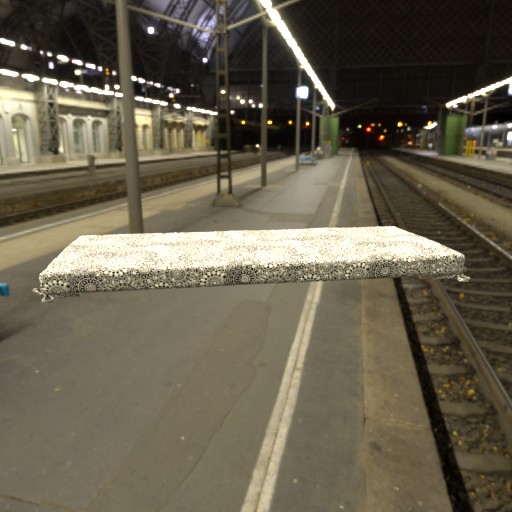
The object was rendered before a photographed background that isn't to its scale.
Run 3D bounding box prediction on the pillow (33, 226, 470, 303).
[{"bbox_3d":[0.000,0.000,1.366,1.187,0.081,0.492,-2,15,-9],"label":"pillow"}]
